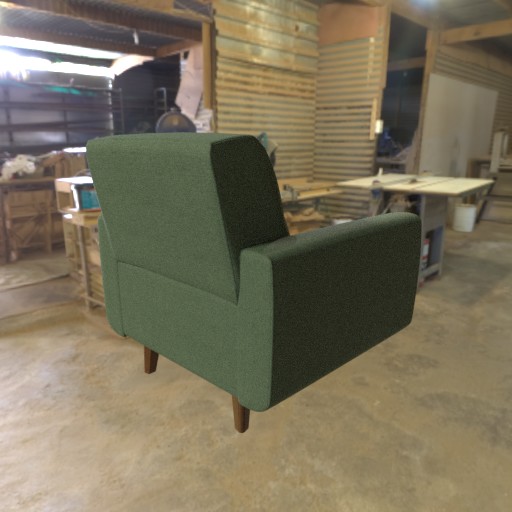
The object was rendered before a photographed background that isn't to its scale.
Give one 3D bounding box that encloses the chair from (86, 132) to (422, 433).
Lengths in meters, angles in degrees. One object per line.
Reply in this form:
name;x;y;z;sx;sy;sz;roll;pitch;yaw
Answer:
chair;0.000;0.000;1.569;0.831;0.841;0.909;14;21;42
